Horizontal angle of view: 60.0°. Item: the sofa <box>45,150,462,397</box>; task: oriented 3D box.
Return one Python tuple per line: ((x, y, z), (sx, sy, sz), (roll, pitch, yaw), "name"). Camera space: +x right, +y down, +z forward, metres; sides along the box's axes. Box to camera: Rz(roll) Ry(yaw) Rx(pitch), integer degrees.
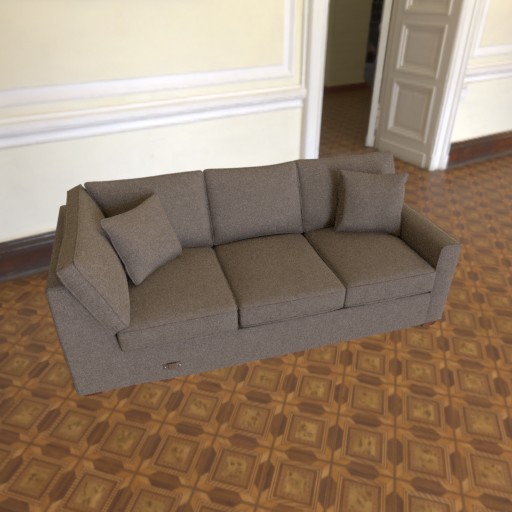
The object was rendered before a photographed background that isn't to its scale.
((0.000, 0.000, 2.836), (2.317, 0.962, 1.061), (-9, 32, -14), "sofa")
